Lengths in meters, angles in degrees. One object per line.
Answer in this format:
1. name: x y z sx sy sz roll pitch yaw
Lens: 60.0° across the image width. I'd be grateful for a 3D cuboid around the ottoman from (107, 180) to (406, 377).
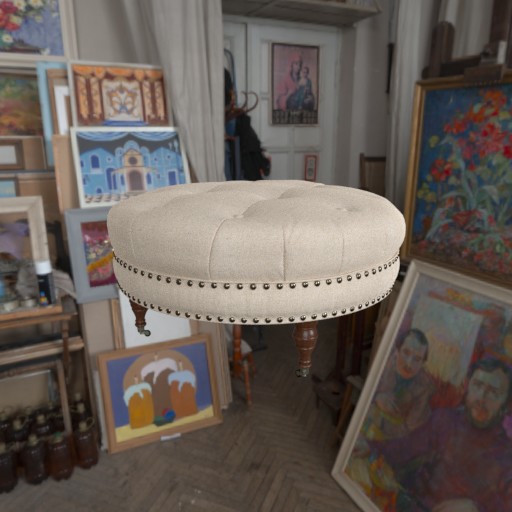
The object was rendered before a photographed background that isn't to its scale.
1. ottoman: 0.000 0.000 1.491 0.940 0.483 0.940 0 15 0
